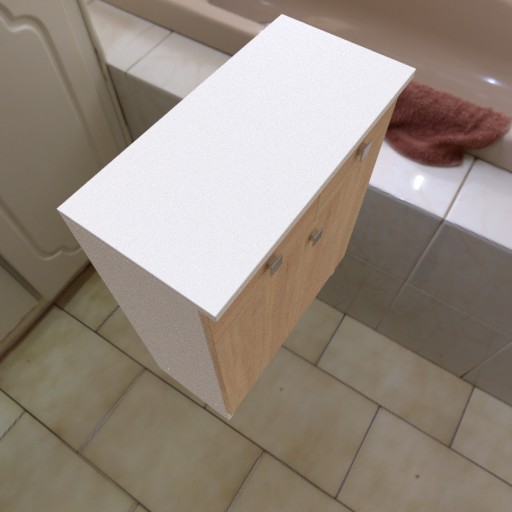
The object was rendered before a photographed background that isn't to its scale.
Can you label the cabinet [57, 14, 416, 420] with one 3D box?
[{"bbox_3d":[0.000,0.000,1.083,0.296,0.815,0.600,31,64,17],"label":"cabinet"}]
